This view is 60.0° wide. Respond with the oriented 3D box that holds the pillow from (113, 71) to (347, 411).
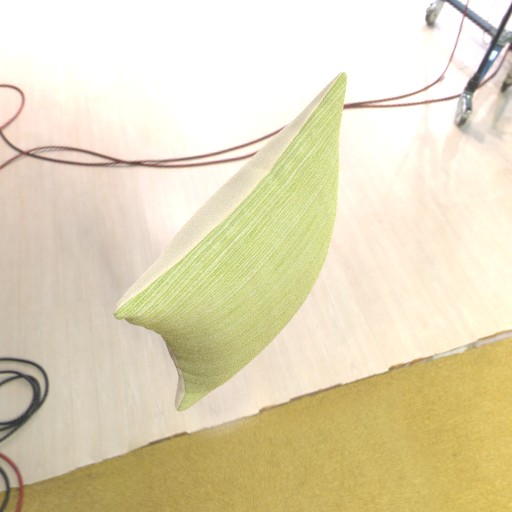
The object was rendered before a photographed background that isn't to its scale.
[{"bbox_3d":[0.000,0.000,0.826,0.229,0.487,0.560,31,63,18],"label":"pillow"}]
